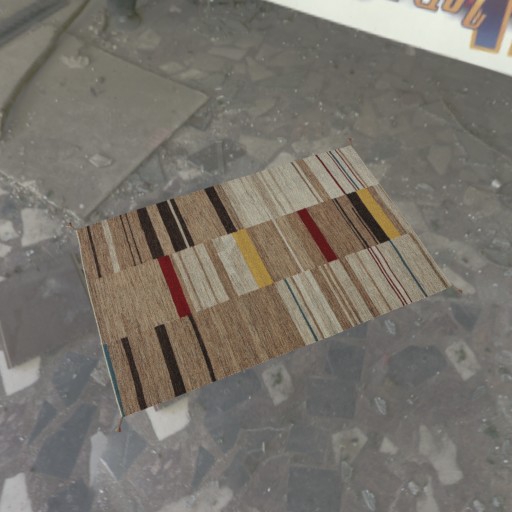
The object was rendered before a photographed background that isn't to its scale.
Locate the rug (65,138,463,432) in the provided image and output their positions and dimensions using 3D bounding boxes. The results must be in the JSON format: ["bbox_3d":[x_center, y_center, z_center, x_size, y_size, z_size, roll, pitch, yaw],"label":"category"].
[{"bbox_3d":[0.000,0.000,2.483,1.918,0.007,1.268,-19,60,-11],"label":"rug"}]
